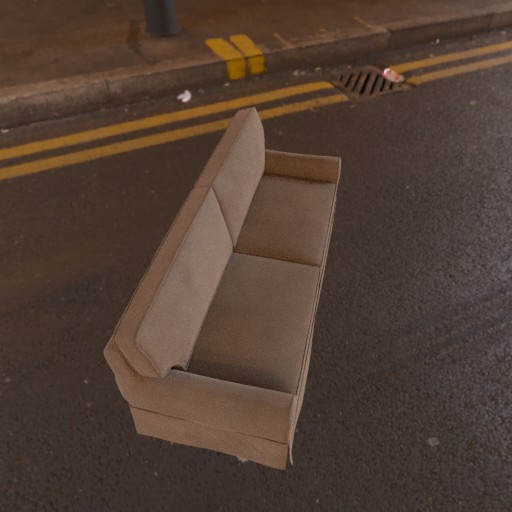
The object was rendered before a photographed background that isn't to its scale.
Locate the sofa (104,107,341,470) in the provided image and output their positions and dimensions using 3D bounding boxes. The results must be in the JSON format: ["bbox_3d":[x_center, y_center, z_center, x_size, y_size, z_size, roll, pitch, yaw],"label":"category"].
[{"bbox_3d":[0.000,0.000,2.819,0.900,1.014,2.246,10,46,9],"label":"sofa"}]
